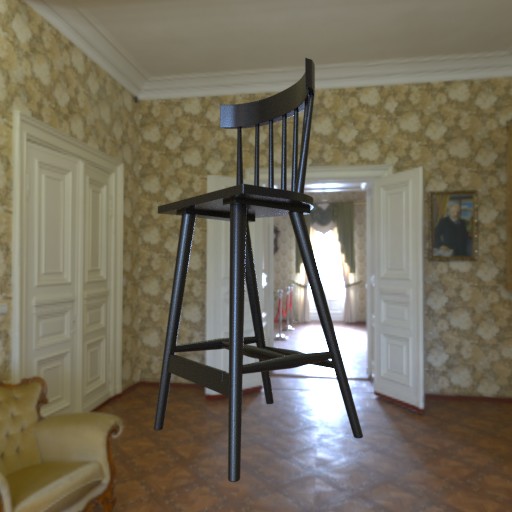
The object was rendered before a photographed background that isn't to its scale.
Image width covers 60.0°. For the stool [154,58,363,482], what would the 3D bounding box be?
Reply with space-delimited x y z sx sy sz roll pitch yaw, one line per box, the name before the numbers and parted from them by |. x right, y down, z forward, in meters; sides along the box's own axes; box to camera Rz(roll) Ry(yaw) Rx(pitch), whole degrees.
stool | 0.000 0.000 1.386 0.483 1.092 0.482 1 -2 -37
